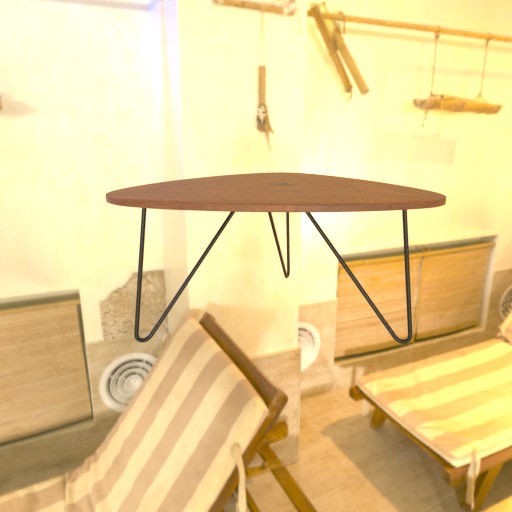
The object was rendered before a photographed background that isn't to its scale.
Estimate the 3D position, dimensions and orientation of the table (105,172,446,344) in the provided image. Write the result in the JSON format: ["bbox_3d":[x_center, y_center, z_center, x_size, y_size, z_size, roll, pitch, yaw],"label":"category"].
[{"bbox_3d":[0.000,0.000,1.320,0.821,0.413,0.833,-7,17,-25],"label":"table"}]
